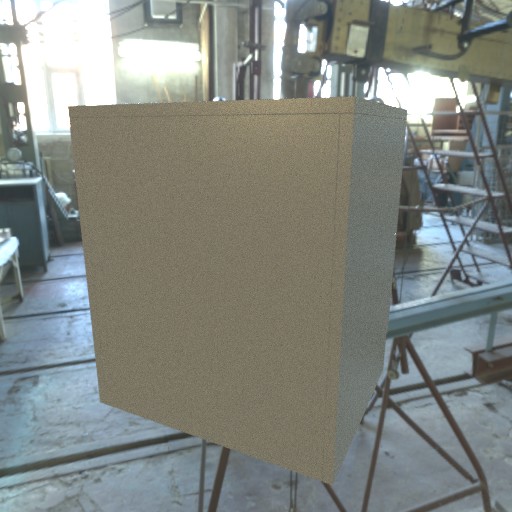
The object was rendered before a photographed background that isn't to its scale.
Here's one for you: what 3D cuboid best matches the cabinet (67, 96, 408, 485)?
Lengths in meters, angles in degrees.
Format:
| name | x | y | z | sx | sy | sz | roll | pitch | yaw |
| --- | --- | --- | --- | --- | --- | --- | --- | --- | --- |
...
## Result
| name | x | y | z | sx | sy | sz | roll | pitch | yaw |
| --- | --- | --- | --- | --- | --- | --- | --- | --- | --- |
| cabinet | 0.000 | 0.000 | 0.742 | 0.400 | 0.470 | 0.360 | 8 | 18 | 26 |
